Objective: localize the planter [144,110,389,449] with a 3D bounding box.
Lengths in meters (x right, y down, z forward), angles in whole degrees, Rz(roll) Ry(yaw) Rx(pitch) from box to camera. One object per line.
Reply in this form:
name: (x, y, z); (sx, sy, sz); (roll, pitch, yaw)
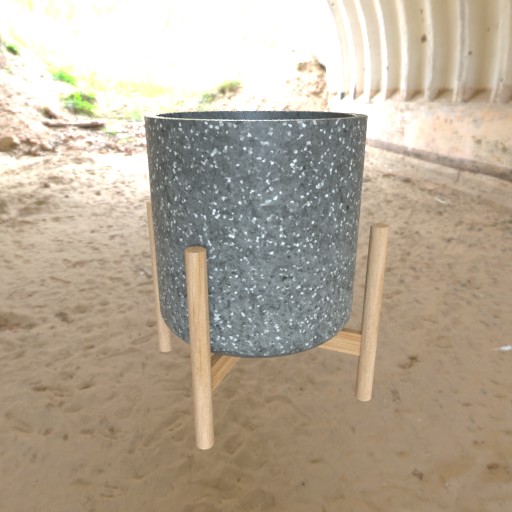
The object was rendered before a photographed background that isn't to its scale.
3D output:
planter: (0.000, 0.000, 0.688); (0.360, 0.419, 0.360); (19, 27, 42)
